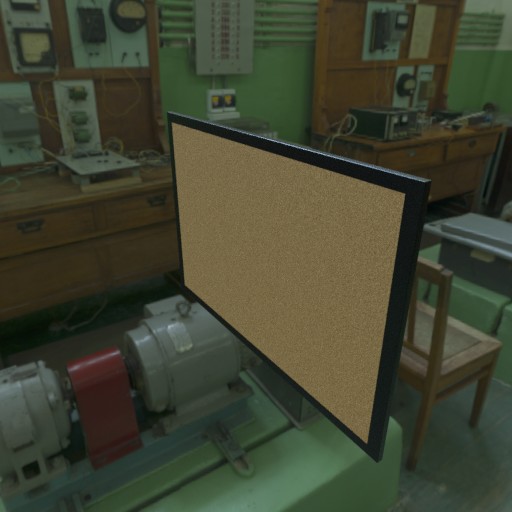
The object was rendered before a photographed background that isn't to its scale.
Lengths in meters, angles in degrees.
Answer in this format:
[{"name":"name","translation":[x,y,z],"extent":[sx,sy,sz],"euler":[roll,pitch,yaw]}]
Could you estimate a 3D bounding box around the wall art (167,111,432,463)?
[{"name":"wall art","translation":[0.000,0.000,1.029],"extent":[0.015,0.552,0.819],"euler":[-17,31,-31]}]
